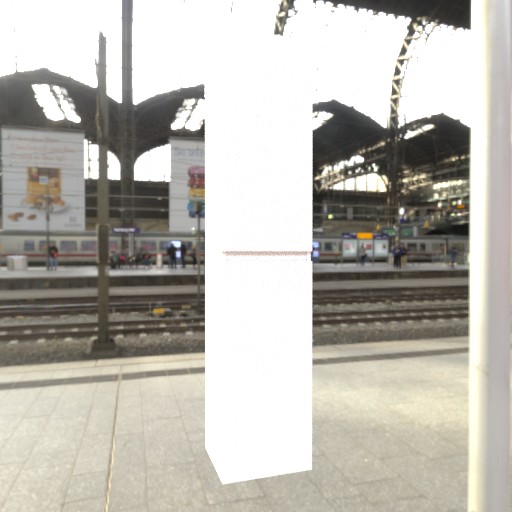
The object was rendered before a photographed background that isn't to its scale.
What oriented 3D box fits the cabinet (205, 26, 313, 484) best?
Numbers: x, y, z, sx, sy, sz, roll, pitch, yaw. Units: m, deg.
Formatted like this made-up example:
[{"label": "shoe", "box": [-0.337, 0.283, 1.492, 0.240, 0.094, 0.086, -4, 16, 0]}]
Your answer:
[{"label": "cabinet", "box": [0.000, 0.000, 1.528, 0.300, 1.400, 0.269, 0, 1, -18]}]
